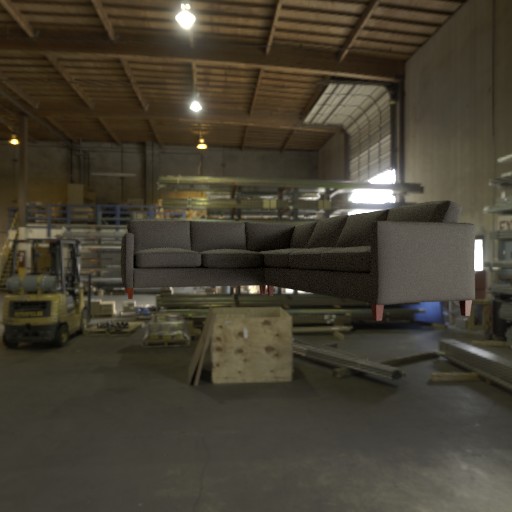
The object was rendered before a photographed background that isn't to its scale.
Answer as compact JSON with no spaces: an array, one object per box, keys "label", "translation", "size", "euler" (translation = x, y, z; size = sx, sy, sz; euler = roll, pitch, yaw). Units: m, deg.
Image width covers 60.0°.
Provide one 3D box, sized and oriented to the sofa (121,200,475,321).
[{"label":"sofa","translation":[0.000,0.000,4.575],"size":[2.593,0.947,3.302],"euler":[0,0,-19]}]
